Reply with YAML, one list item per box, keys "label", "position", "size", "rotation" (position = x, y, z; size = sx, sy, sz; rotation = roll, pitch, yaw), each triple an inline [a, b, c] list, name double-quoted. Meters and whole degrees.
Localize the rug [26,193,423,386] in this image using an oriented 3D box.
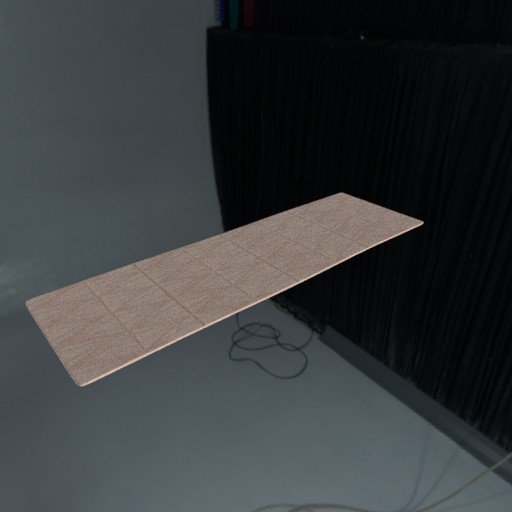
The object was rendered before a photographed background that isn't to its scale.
- label: "rug"
  position: [0.000, 0.000, 2.673]
  size: [2.435, 0.015, 0.760]
  rotation: [-22, 36, -34]
